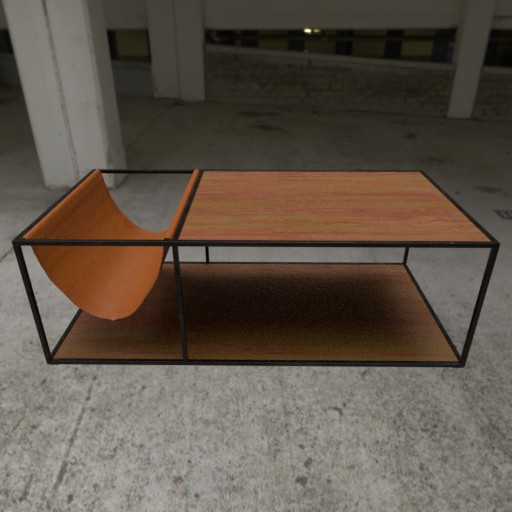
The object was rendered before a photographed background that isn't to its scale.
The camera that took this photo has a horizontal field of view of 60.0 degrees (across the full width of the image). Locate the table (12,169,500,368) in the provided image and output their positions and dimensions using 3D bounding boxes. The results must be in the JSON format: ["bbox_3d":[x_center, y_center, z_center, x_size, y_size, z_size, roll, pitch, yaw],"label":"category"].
[{"bbox_3d":[0.000,0.000,1.443,1.199,0.403,0.597,0,28,1],"label":"table"}]
